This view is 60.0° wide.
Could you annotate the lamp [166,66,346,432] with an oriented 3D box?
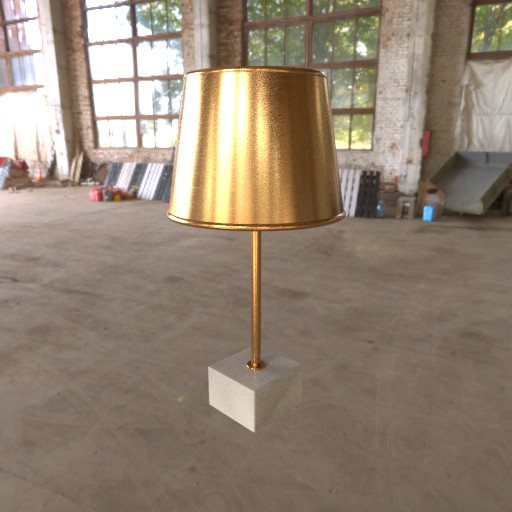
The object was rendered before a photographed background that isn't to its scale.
[{"bbox_3d":[0.000,0.000,0.538,0.208,0.406,0.208,0,15,0],"label":"lamp"}]
